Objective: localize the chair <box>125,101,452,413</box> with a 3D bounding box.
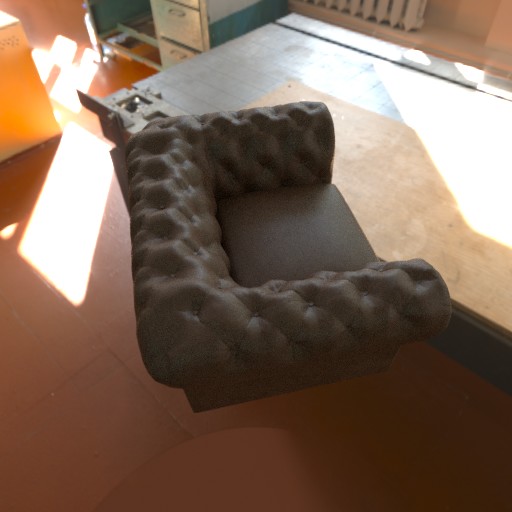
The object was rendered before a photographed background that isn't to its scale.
[{"bbox_3d":[0.000,0.000,1.881,0.954,0.784,1.298,-10,48,-9],"label":"chair"}]
